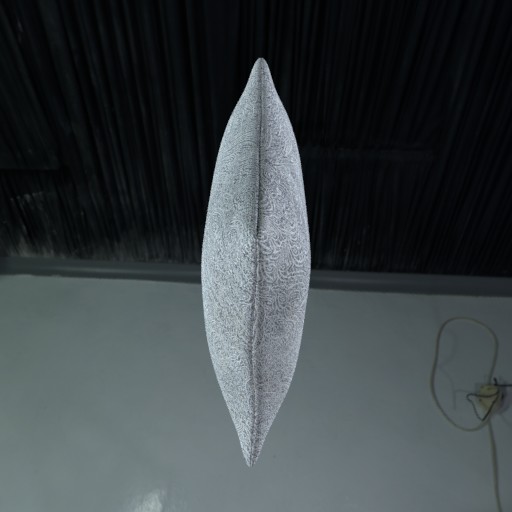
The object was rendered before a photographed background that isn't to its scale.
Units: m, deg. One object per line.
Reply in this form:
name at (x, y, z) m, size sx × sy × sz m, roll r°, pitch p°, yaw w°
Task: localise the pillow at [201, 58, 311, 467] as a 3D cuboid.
pillow at (0.000, 0.000, 0.780) m, size 0.166 × 0.510 × 0.523 m, roll 1°, pitch 42°, yaw 1°
